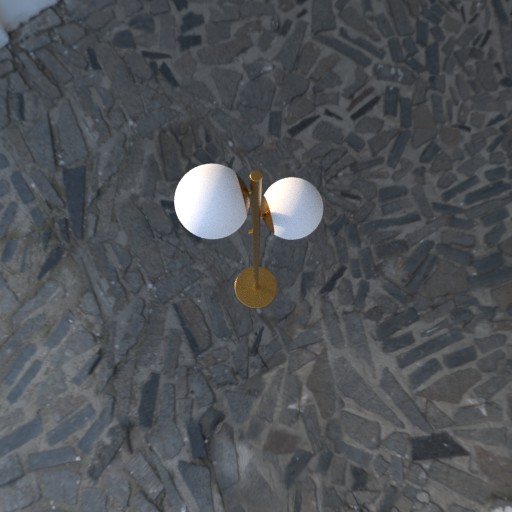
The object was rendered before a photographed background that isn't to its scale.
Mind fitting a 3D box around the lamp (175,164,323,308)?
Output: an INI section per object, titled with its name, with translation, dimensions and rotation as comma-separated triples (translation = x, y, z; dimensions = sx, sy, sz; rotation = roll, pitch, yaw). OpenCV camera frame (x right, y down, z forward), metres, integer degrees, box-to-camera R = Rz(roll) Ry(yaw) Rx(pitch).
[lamp]
translation = 0.000, 0.000, 1.838
dimensions = 0.419, 1.641, 0.249
rotation = -15, 77, -4
